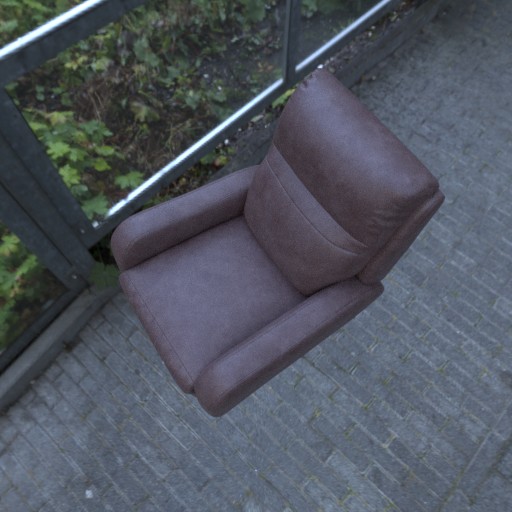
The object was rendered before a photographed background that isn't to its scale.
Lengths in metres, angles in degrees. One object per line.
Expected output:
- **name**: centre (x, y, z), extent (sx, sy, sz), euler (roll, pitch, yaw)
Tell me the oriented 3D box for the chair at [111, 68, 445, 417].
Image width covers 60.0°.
- **chair**: centre (0.000, 0.000, 1.825), extent (1.067, 1.067, 0.865), euler (-31, 68, -14)
